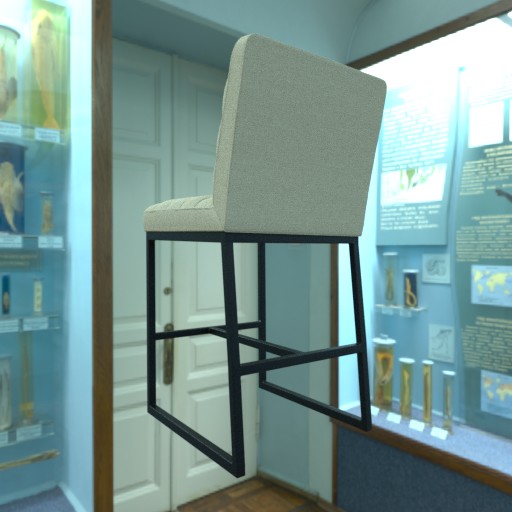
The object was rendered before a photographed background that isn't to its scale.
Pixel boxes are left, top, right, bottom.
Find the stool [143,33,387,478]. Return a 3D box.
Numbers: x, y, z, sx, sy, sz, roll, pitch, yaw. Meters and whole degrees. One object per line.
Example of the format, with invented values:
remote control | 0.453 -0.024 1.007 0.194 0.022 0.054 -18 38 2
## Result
stool | 0.000 0.000 1.251 0.460 0.940 0.560 0 0 -36
